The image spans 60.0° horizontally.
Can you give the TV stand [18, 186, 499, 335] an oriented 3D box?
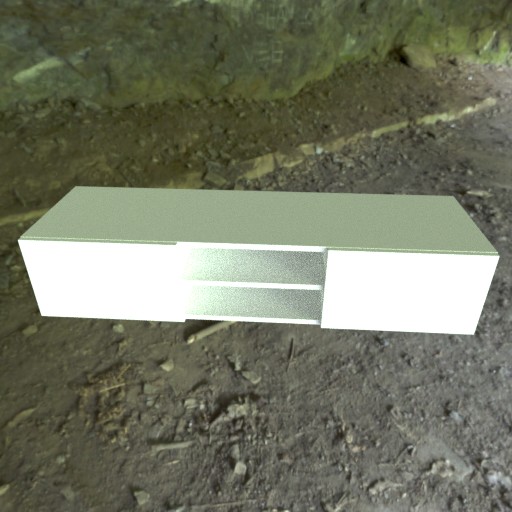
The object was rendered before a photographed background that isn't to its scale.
[{"bbox_3d":[0.000,0.000,1.541,1.400,0.310,0.420,2,31,3],"label":"TV stand"}]
